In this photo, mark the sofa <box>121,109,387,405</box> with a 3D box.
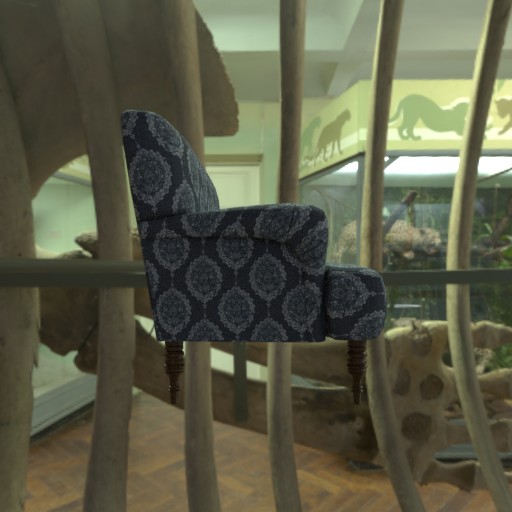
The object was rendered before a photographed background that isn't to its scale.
[{"bbox_3d":[0.000,0.000,1.843,0.779,0.867,1.297,0,0,0],"label":"sofa"}]
